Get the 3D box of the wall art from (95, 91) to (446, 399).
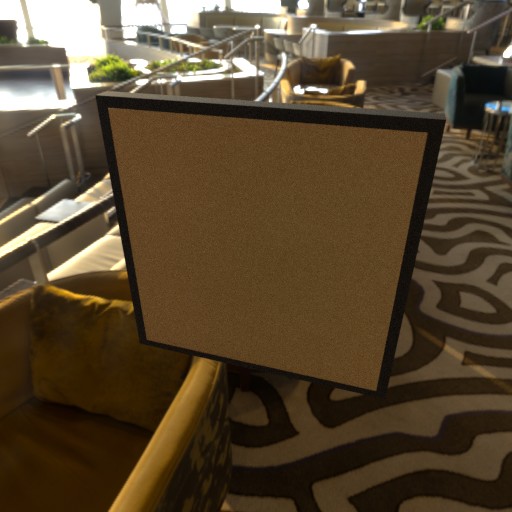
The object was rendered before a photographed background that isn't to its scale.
[{"bbox_3d":[0.000,0.000,0.763,0.508,0.507,0.033,9,32,15],"label":"wall art"}]
